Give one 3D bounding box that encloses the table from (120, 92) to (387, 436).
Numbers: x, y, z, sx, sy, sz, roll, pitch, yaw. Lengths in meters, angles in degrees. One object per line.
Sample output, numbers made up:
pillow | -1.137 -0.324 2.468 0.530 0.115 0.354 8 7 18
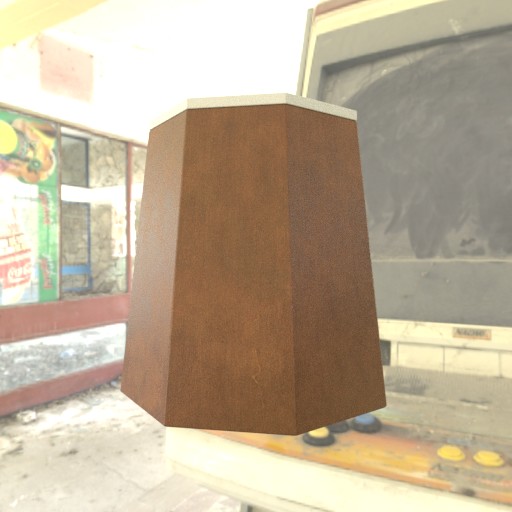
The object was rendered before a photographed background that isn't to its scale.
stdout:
table | 0.000 0.000 0.794 0.439 0.457 0.439 -1 1 -37
